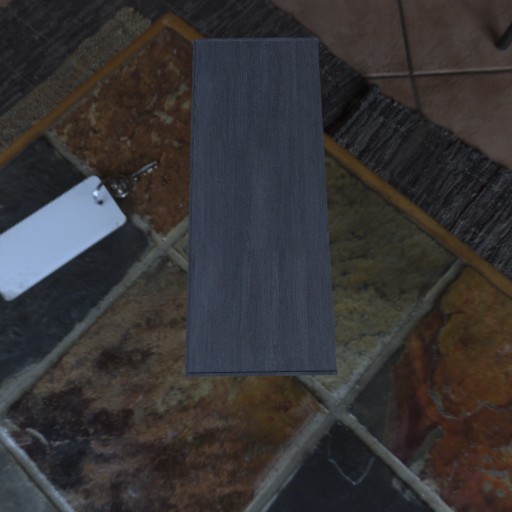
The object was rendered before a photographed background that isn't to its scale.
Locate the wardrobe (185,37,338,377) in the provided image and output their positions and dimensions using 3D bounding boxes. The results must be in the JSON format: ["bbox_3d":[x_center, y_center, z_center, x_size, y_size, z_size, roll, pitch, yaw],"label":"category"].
[{"bbox_3d":[0.000,0.000,2.518,0.510,1.910,1.290,-1,76,0],"label":"wardrobe"}]
